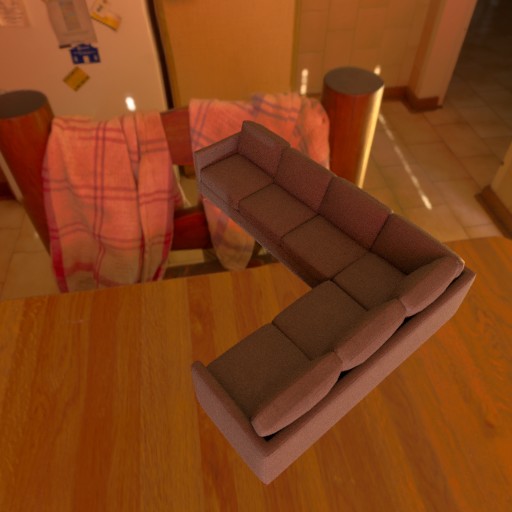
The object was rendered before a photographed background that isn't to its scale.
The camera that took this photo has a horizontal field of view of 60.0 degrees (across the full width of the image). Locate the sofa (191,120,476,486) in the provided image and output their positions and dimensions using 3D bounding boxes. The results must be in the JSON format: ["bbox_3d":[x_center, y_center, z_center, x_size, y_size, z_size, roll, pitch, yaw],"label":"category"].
[{"bbox_3d":[0.000,0.000,4.515,2.593,0.947,3.302,-31,55,-26],"label":"sofa"}]
